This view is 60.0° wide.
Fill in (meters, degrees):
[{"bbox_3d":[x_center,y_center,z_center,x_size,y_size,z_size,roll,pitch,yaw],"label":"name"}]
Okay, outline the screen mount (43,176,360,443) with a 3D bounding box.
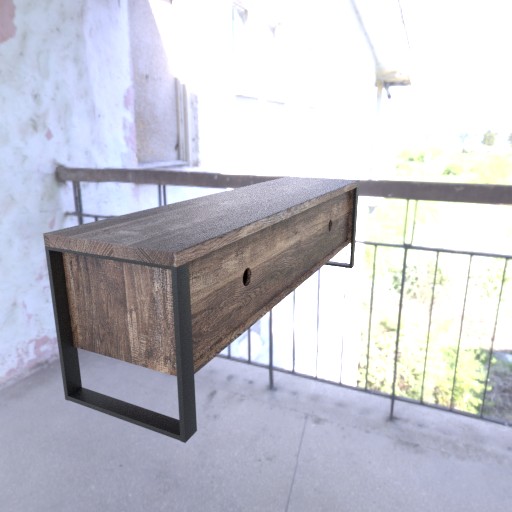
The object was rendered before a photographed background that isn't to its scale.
[{"bbox_3d":[0.000,0.000,1.689,0.395,0.450,1.524,8,17,25],"label":"screen mount"}]
